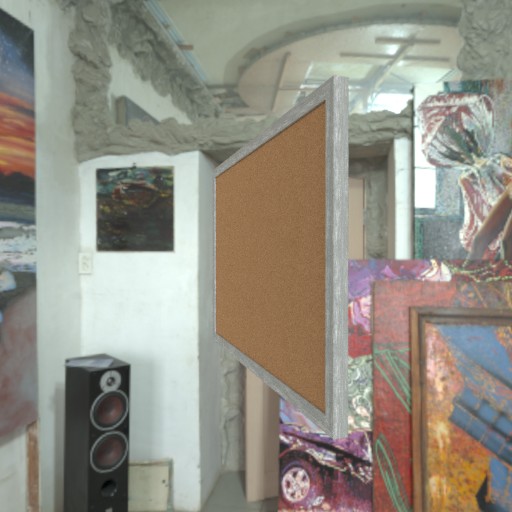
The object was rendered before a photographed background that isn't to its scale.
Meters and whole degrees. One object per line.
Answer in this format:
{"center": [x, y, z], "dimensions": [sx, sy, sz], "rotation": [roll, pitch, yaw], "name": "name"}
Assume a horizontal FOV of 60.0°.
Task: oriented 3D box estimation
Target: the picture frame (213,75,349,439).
{"center": [0.000, 0.000, 1.234], "dimensions": [0.029, 0.640, 0.950], "rotation": [0, 0, -18], "name": "picture frame"}
